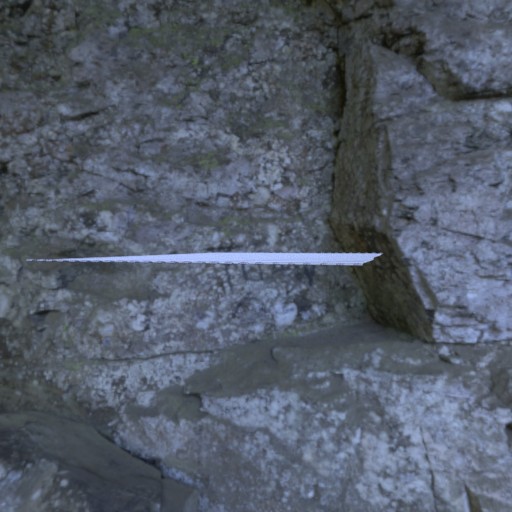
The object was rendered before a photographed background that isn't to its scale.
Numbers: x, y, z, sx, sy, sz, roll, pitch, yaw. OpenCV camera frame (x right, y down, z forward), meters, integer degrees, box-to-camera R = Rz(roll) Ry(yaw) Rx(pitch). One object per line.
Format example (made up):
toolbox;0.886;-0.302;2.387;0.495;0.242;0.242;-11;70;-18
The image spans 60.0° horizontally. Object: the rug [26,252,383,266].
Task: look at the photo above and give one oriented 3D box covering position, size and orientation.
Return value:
rug;0.000;0.000;3.856;2.030;0.017;3.040;0;1;18
